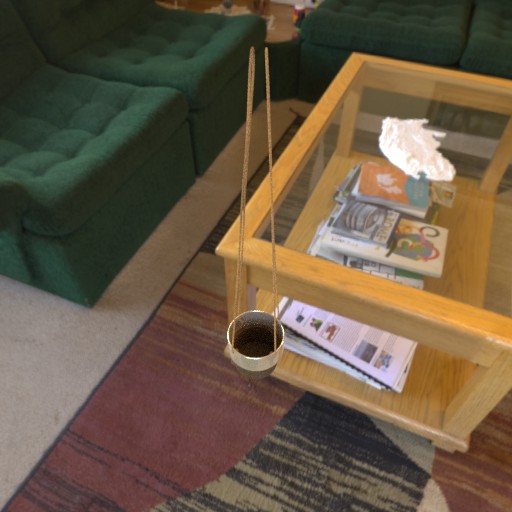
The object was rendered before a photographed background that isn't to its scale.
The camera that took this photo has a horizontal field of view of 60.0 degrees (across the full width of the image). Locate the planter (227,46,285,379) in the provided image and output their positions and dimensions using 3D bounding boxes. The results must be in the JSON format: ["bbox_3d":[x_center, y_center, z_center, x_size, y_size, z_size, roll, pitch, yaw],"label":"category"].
[{"bbox_3d":[0.000,0.000,1.167,0.187,1.073,0.187,5,47,4],"label":"planter"}]
